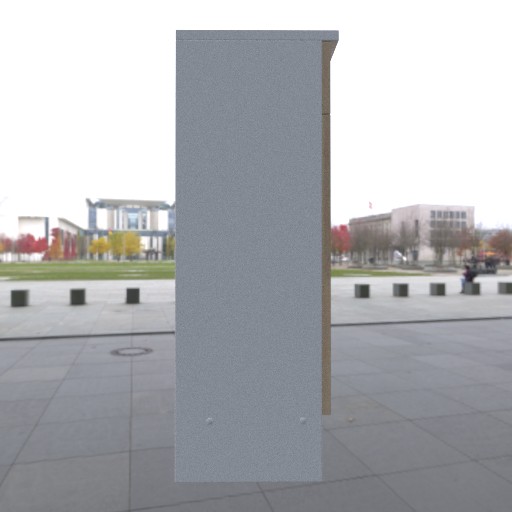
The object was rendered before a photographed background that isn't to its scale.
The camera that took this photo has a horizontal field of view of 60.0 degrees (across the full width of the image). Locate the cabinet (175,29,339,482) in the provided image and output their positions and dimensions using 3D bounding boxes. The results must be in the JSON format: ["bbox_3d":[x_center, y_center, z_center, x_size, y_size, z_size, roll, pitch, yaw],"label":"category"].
[{"bbox_3d":[0.000,0.000,1.096,0.296,0.815,0.600,0,0,0],"label":"cabinet"}]
